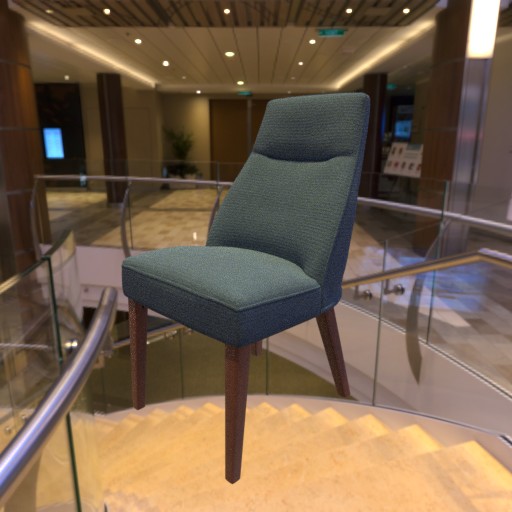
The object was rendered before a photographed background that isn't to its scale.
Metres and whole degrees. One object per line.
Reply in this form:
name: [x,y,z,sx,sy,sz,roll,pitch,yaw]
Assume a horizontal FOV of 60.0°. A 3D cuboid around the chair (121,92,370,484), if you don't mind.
chair: [0.000,0.000,1.301,0.500,0.930,0.620,14,20,43]
